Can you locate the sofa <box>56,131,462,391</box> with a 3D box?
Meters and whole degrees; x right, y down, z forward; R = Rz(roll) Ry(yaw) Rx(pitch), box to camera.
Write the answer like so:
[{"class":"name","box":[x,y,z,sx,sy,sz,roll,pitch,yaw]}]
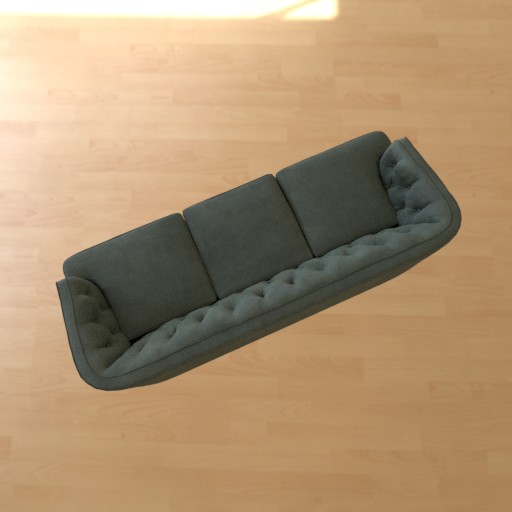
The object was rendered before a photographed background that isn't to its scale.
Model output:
[{"class":"sofa","box":[0.000,0.000,2.803,2.278,0.855,0.941,-23,77,-6]}]
